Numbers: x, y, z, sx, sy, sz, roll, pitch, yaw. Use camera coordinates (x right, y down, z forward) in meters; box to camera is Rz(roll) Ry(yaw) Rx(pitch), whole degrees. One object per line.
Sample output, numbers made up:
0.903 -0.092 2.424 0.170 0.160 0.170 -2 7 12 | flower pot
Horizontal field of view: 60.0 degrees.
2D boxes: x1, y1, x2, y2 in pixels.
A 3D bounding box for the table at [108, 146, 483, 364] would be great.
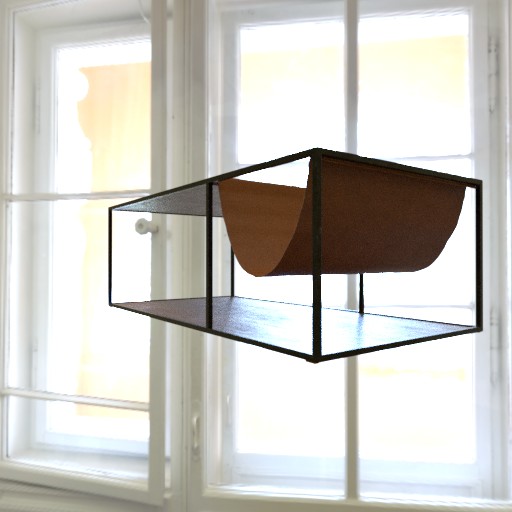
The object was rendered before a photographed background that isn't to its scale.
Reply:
0.000 0.000 1.470 0.597 0.403 1.199 0 0 -36 | table
